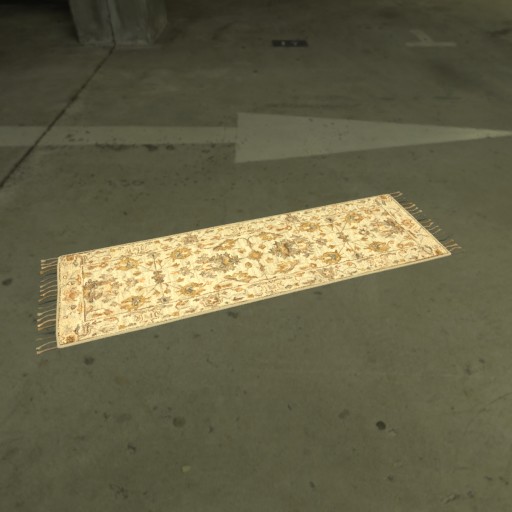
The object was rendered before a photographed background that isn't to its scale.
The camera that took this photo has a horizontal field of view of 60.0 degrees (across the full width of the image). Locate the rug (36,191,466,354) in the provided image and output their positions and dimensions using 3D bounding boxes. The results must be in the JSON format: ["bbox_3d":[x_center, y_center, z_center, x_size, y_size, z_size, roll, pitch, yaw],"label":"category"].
[{"bbox_3d":[0.000,0.000,2.642,2.438,0.021,0.729,-12,41,-14],"label":"rug"}]
